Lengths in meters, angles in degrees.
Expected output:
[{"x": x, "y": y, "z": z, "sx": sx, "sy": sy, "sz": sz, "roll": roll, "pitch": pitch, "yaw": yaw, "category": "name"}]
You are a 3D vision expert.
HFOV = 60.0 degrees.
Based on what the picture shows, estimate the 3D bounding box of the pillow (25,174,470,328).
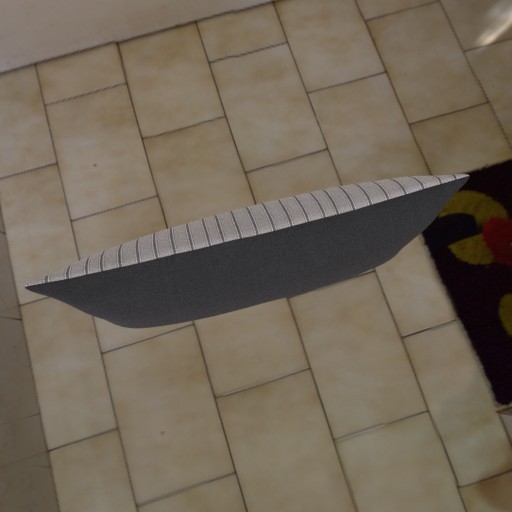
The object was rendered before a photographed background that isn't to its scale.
[{"x": 0.000, "y": 0.000, "z": 0.727, "sx": 0.609, "sy": 0.305, "sz": 0.151, "roll": -15, "pitch": 77, "yaw": -3, "category": "pillow"}]
